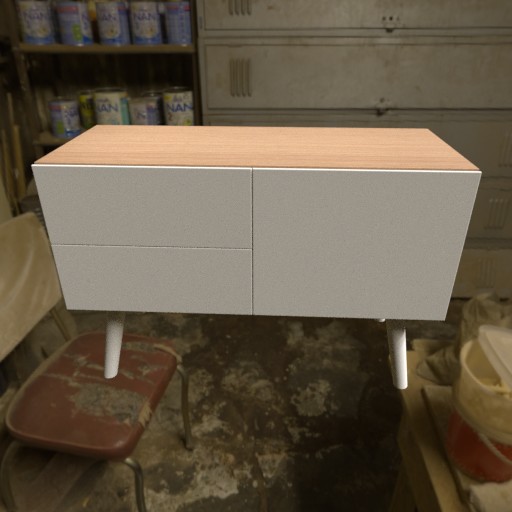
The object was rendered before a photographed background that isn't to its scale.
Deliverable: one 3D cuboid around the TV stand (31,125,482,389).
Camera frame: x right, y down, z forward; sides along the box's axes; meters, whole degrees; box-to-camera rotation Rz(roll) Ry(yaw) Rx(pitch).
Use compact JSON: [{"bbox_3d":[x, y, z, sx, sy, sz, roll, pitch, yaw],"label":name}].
[{"bbox_3d":[0.000,0.000,1.307,0.991,0.660,0.407,1,29,3],"label":"TV stand"}]
